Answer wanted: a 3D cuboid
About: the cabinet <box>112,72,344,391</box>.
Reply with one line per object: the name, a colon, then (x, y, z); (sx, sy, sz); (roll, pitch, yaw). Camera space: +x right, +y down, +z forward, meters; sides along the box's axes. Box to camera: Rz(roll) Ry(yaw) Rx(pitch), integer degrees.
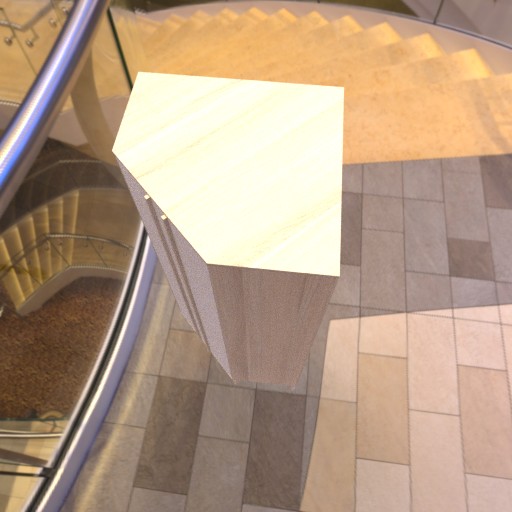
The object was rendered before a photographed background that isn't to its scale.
cabinet: (0.000, 0.000, 2.628); (0.969, 1.957, 1.272); (-35, 68, -17)
